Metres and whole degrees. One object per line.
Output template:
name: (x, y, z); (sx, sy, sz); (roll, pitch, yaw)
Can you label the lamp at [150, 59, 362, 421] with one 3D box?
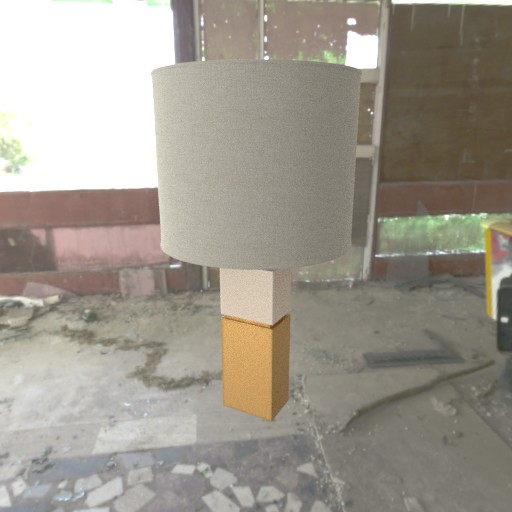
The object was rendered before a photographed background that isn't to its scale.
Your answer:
lamp: (0.000, 0.000, 0.548); (0.229, 0.417, 0.229); (8, 18, 27)
